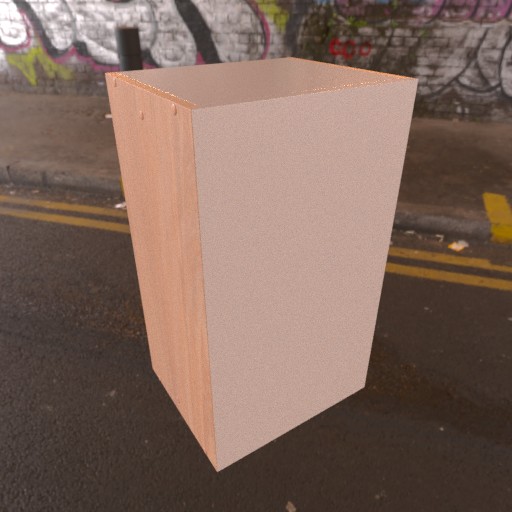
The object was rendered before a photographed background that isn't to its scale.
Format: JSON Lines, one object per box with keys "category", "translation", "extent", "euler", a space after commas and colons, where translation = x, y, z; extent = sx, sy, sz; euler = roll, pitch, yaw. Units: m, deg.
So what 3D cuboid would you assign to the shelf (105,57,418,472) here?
{"category": "shelf", "translation": [0.000, 0.000, 0.788], "extent": [0.350, 0.600, 0.290], "euler": [-18, 35, -28]}
